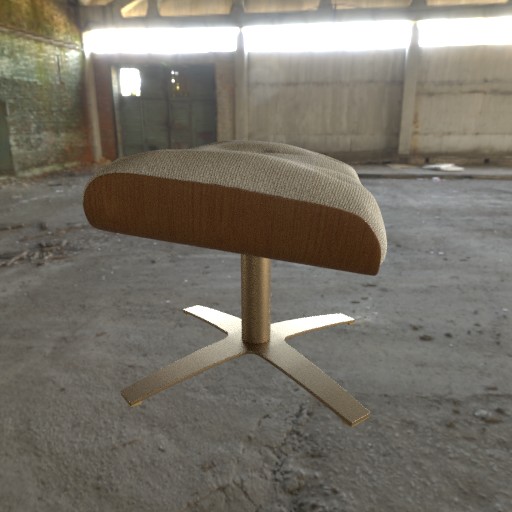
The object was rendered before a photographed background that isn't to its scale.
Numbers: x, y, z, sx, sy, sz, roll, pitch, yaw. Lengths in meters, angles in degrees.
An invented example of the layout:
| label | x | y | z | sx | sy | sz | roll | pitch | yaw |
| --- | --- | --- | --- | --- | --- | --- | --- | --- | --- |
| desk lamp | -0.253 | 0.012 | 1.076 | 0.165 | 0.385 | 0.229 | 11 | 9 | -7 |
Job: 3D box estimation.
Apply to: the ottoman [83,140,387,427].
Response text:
| label | x | y | z | sx | sy | sz | roll | pitch | yaw |
| --- | --- | --- | --- | --- | --- | --- | --- | --- | --- |
| ottoman | 0.000 | 0.000 | 0.797 | 0.394 | 0.391 | 0.520 | 2 | 16 | 8 |
